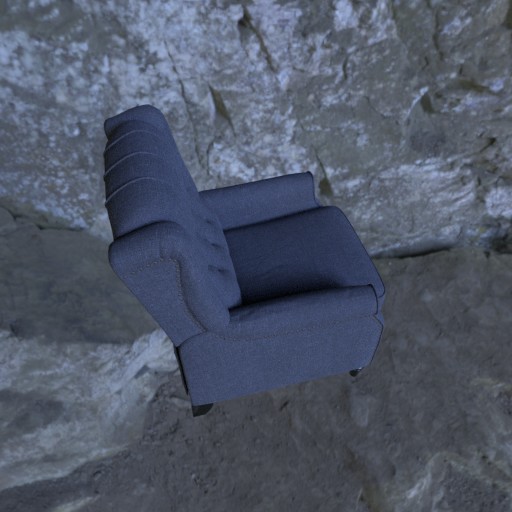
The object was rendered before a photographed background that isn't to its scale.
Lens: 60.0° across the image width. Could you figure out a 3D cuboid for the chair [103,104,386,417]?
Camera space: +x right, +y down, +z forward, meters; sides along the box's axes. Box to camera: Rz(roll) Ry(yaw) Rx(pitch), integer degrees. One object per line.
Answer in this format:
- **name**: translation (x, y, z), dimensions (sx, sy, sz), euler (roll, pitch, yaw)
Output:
- **chair**: translation (0.000, 0.000, 1.665), dimensions (0.898, 1.035, 0.742), euler (-10, 48, -9)
